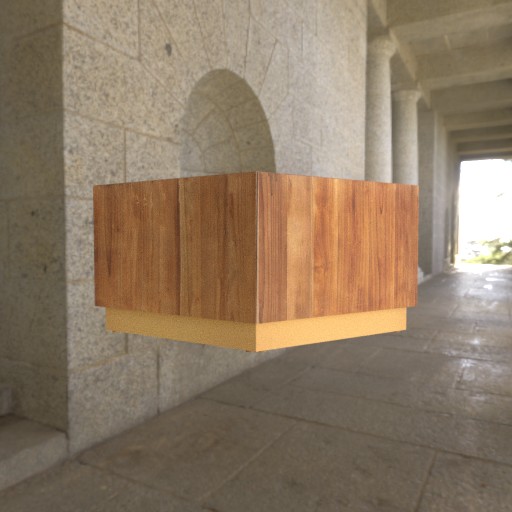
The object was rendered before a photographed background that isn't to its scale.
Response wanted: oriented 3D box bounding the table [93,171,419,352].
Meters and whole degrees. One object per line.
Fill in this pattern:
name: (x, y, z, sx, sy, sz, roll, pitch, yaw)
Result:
table: (0.000, 0.000, 1.656, 1.000, 0.456, 1.154, 0, 2, 0)
